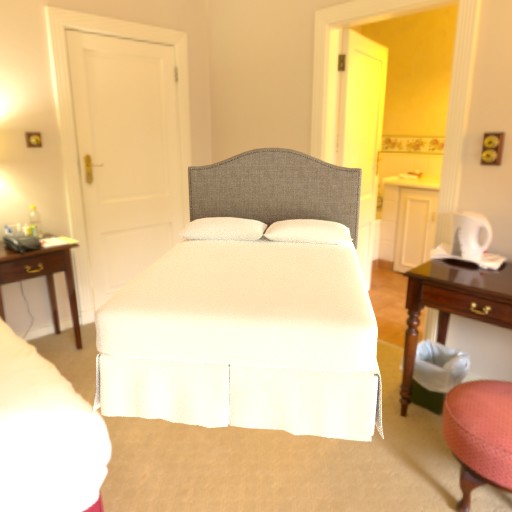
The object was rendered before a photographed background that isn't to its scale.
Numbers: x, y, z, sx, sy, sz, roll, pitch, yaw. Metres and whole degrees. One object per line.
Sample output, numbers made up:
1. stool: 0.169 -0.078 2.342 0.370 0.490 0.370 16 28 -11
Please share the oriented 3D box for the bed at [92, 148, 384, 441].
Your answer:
1. bed: 0.000 0.000 3.342 1.713 1.518 2.153 2 16 8
